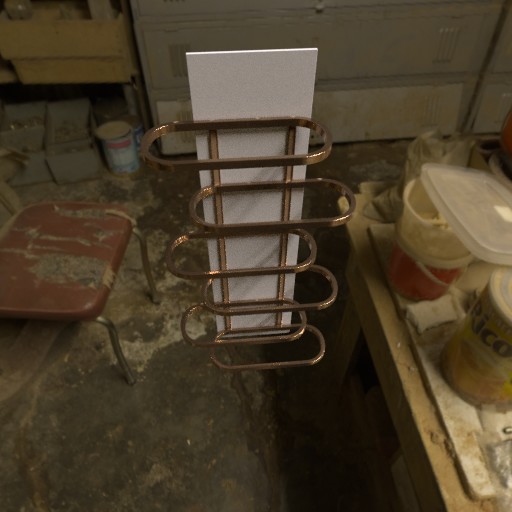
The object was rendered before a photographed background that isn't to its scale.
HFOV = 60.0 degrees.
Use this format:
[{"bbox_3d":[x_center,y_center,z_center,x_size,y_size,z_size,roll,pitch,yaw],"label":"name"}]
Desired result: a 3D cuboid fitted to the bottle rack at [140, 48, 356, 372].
[{"bbox_3d":[0.000,0.000,0.832,0.332,0.709,0.118,-4,47,-3],"label":"bottle rack"}]
